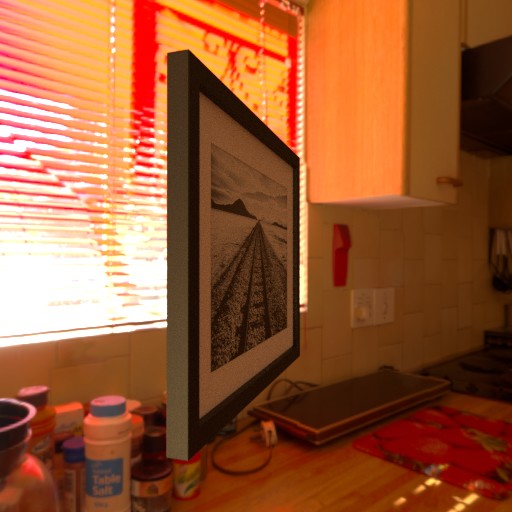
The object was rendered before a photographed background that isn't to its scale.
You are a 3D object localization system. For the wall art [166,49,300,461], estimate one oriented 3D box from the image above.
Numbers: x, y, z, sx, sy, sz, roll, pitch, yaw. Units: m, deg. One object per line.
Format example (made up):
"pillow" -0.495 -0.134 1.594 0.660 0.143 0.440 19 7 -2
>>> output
"wall art" 0.000 0.000 0.761 0.029 0.458 0.559 0 0 18
